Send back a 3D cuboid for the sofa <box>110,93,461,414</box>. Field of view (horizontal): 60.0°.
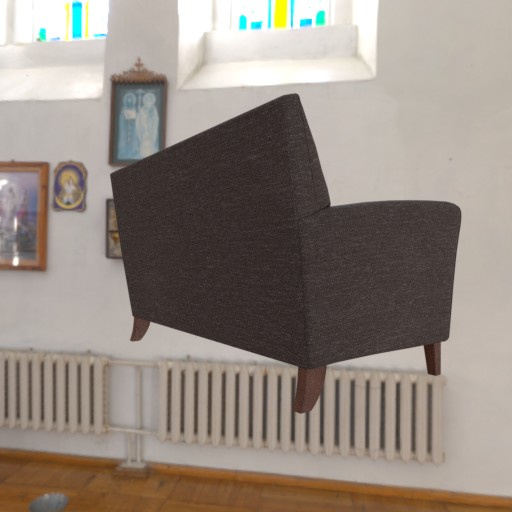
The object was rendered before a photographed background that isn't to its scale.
[{"bbox_3d":[0.000,0.000,2.020,0.867,0.905,1.509,0,0,-36],"label":"sofa"}]
